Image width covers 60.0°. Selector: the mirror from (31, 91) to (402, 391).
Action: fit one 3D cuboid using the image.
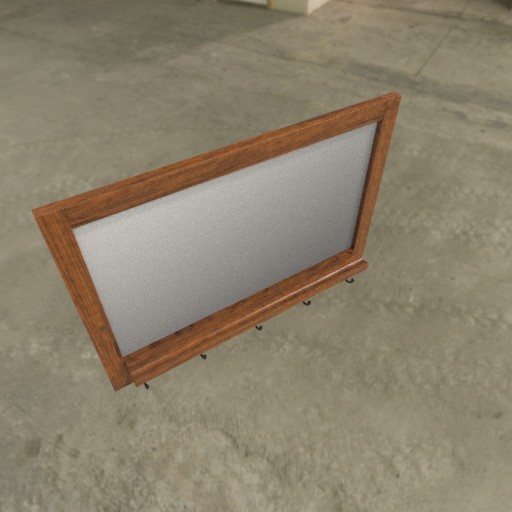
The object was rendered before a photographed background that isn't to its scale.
[{"bbox_3d":[0.000,0.000,0.983,0.758,0.537,0.084,-24,50,-22],"label":"mirror"}]
